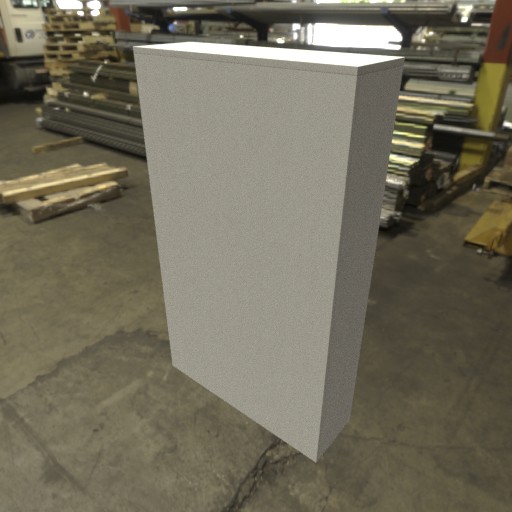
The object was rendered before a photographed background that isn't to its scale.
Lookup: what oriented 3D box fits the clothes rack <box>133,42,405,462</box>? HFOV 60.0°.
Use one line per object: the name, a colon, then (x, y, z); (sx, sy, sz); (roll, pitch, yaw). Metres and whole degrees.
clothes rack: (0.000, 0.000, 1.520); (0.750, 1.280, 0.250); (22, 37, 34)
